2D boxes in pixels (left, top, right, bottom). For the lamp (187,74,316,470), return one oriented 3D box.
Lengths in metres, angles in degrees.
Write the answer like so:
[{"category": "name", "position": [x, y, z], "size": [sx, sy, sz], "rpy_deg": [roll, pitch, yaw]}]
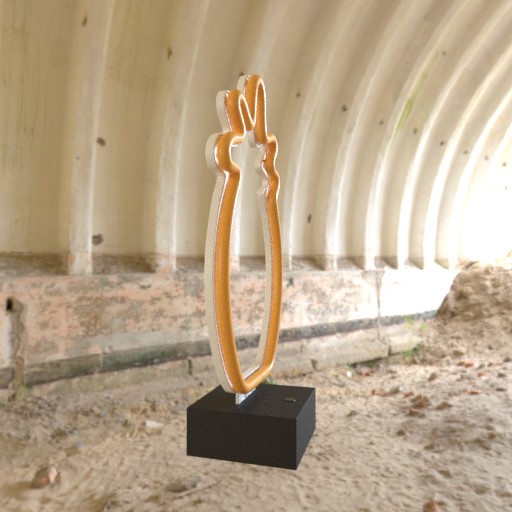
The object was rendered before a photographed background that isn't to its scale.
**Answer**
[{"category": "lamp", "position": [0.000, 0.000, 0.383], "size": [0.088, 0.317, 0.167], "rpy_deg": [0, -1, 17]}]
